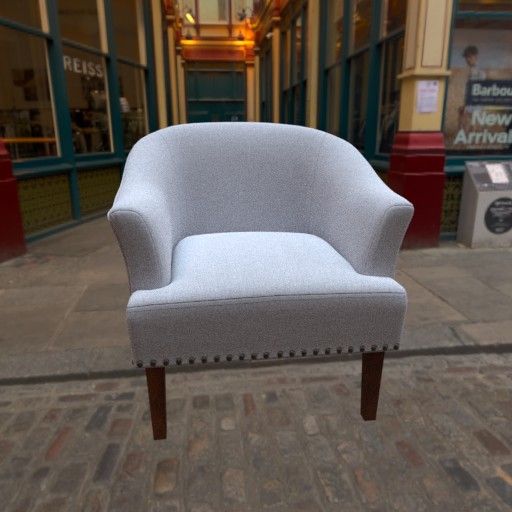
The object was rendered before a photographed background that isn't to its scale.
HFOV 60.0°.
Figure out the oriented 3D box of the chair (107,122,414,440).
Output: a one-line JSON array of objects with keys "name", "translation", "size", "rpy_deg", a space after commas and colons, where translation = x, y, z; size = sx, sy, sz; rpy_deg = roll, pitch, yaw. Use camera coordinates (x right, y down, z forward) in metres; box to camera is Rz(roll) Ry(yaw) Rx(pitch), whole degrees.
[{"name": "chair", "translation": [0.000, 0.000, 1.396], "size": [0.798, 0.815, 0.704], "rpy_deg": [-2, 16, -8]}]
